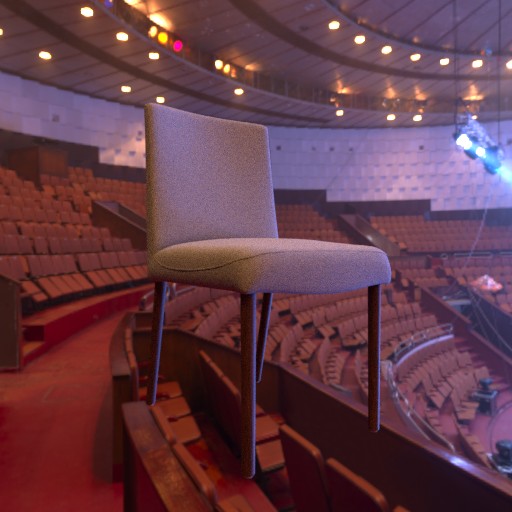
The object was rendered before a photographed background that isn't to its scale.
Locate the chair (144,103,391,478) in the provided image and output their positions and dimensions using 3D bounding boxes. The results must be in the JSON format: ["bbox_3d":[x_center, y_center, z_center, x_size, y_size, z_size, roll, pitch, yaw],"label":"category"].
[{"bbox_3d":[0.000,0.000,1.166,0.456,0.859,0.570,-1,1,-36],"label":"chair"}]
